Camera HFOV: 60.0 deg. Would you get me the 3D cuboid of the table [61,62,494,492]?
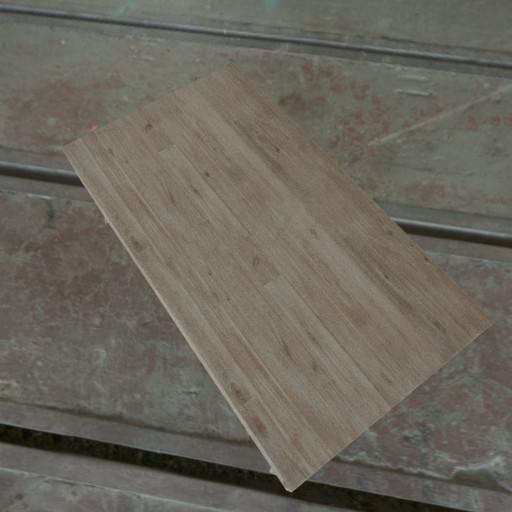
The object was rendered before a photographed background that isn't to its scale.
[{"bbox_3d":[0.000,0.000,1.973,0.918,0.531,1.619,-33,68,-15],"label":"table"}]
